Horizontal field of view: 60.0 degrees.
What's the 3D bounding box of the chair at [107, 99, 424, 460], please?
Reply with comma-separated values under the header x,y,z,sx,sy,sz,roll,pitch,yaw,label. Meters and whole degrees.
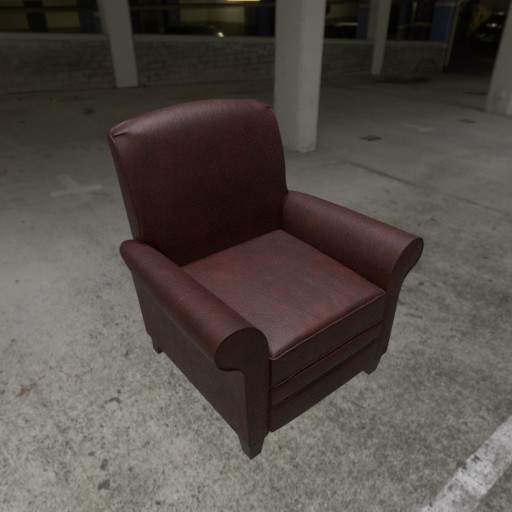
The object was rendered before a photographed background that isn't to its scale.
x,y,z,sx,sy,sz,roll,pitch,yaw,label
0.000,0.000,1.780,0.978,1.061,0.902,-22,38,-32,chair
